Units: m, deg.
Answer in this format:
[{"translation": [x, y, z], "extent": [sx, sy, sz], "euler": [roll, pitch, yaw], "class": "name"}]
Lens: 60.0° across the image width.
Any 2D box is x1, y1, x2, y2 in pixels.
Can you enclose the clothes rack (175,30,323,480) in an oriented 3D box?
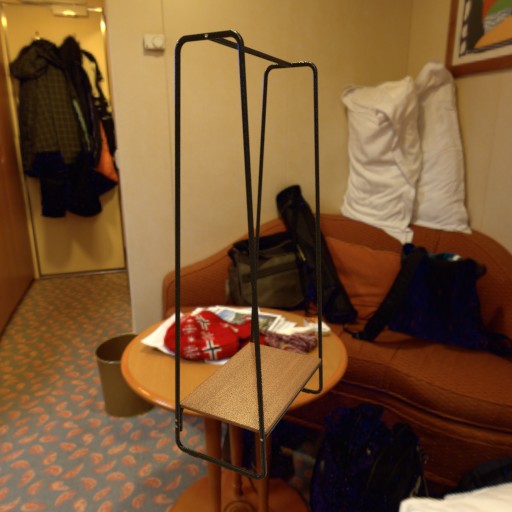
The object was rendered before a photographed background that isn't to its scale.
[{"translation": [0.000, 0.000, 1.757], "extent": [0.400, 1.500, 0.640], "euler": [8, 17, 26], "class": "clothes rack"}]
